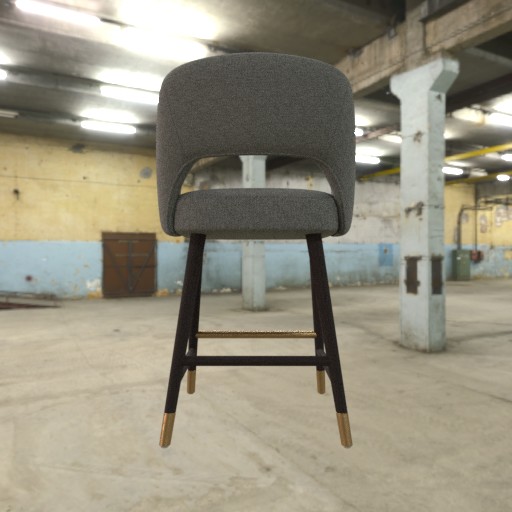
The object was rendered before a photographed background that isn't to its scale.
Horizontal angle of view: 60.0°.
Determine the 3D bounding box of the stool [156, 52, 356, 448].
[{"bbox_3d":[0.000,0.000,1.249,0.536,0.925,0.524,0,0,0],"label":"stool"}]
